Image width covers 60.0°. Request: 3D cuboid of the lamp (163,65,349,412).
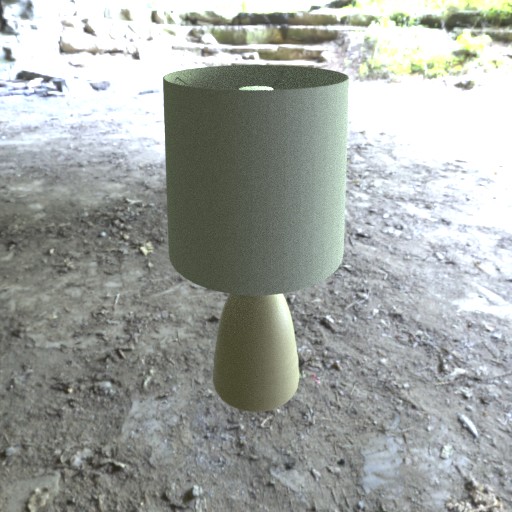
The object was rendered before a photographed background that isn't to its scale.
[{"bbox_3d":[0.000,0.000,0.486,0.186,0.369,0.186,0,29,0],"label":"lamp"}]
